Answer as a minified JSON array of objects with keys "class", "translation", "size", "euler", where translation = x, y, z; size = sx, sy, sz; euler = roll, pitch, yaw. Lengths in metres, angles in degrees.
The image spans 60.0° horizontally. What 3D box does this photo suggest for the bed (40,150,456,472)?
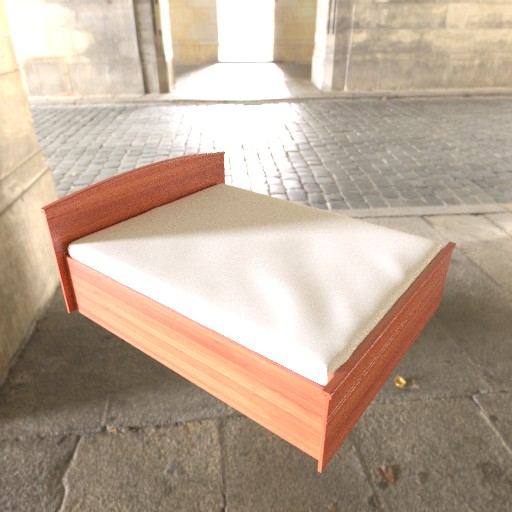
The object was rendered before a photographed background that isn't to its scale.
[{"class":"bed","translation":[0.000,0.000,2.933],"size":[2.053,0.848,1.683],"euler":[20,34,32]}]
